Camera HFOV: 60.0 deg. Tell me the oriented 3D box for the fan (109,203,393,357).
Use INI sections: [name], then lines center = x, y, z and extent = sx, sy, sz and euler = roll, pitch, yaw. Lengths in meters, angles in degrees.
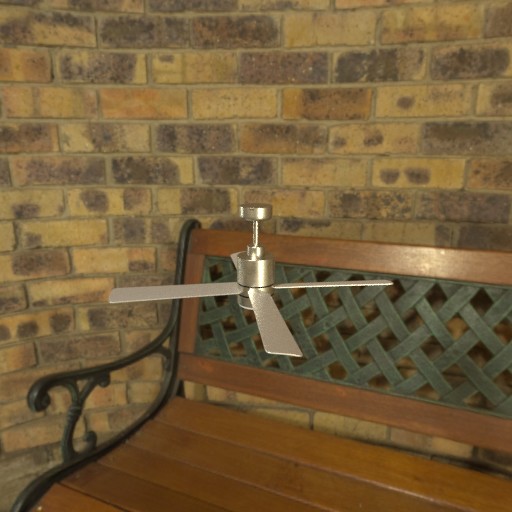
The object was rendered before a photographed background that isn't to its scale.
[fan]
center = 0.000, 0.000, 2.354
extent = 1.525, 0.539, 1.525
euler = -2, 15, -7
